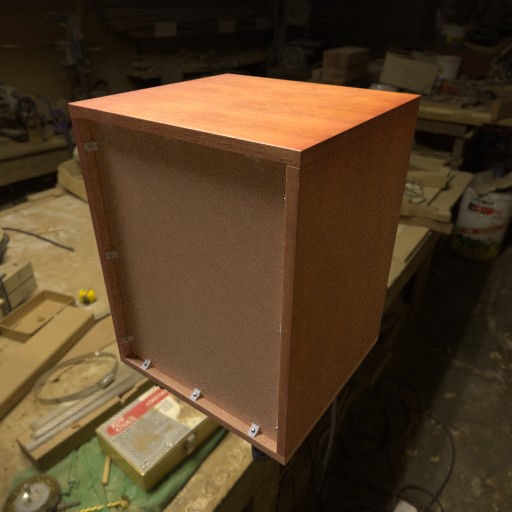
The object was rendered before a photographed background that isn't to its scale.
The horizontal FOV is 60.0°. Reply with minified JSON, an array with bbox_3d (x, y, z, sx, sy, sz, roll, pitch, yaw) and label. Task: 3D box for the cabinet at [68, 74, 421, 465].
[{"bbox_3d":[0.000,0.000,0.848,0.409,0.579,0.401,20,36,31],"label":"cabinet"}]
